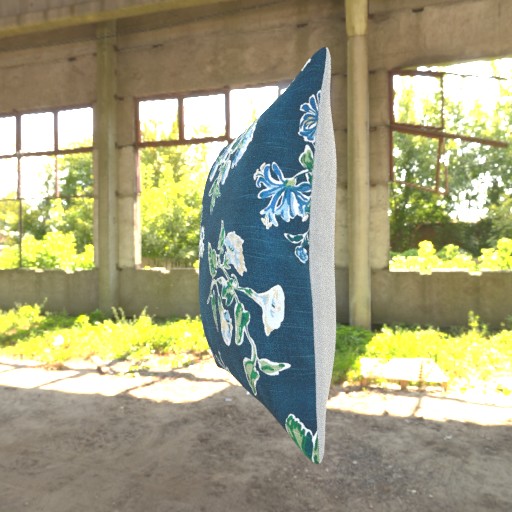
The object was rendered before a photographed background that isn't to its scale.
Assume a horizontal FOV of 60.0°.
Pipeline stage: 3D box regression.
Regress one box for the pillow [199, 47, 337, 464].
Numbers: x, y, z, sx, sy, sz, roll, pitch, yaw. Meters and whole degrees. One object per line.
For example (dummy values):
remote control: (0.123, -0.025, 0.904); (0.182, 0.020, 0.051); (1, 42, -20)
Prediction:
pillow: (0.000, 0.000, 0.784); (0.166, 0.508, 0.525); (0, 0, -18)
